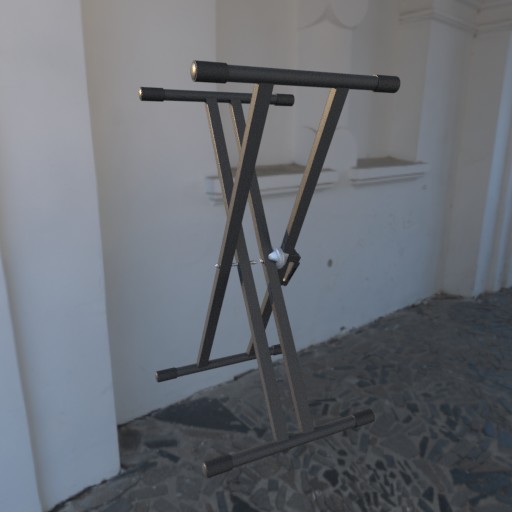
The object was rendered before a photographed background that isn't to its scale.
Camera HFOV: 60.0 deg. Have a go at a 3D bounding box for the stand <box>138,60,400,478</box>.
[{"bbox_3d":[0.000,0.000,1.224,0.495,0.900,0.503,-7,16,-25],"label":"stand"}]
